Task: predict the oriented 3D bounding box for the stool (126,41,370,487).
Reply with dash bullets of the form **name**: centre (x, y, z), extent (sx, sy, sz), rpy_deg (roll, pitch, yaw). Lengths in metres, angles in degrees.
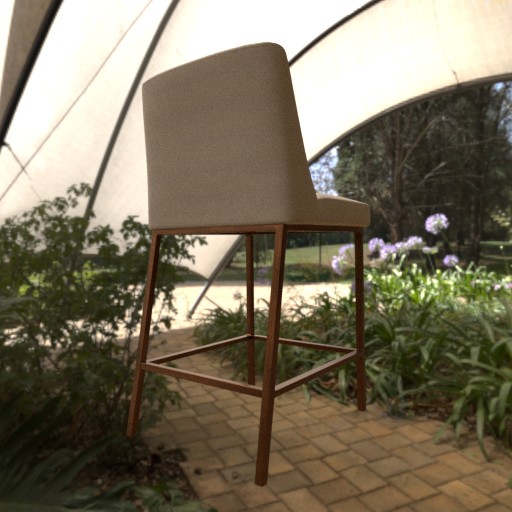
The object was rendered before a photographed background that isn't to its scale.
- **stool**: centre (0.000, 0.000, 1.299), extent (0.507, 0.973, 0.576), rpy_deg (0, 1, 36)
